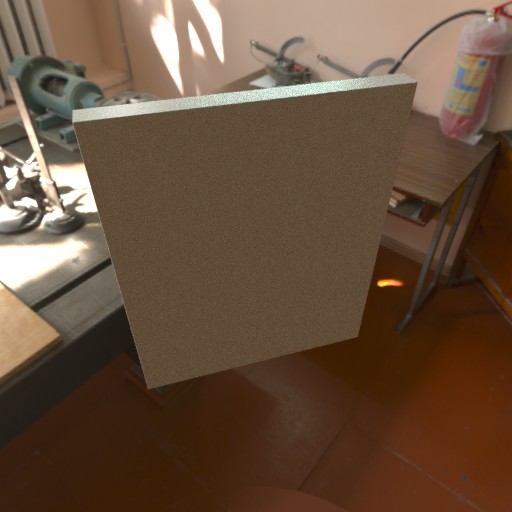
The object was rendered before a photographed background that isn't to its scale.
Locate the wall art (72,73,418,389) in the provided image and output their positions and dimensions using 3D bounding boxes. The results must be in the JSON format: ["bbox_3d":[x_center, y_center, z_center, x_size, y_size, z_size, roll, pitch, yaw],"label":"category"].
[{"bbox_3d":[0.000,0.000,0.752,0.452,0.549,0.038,-11,42,-13],"label":"wall art"}]
